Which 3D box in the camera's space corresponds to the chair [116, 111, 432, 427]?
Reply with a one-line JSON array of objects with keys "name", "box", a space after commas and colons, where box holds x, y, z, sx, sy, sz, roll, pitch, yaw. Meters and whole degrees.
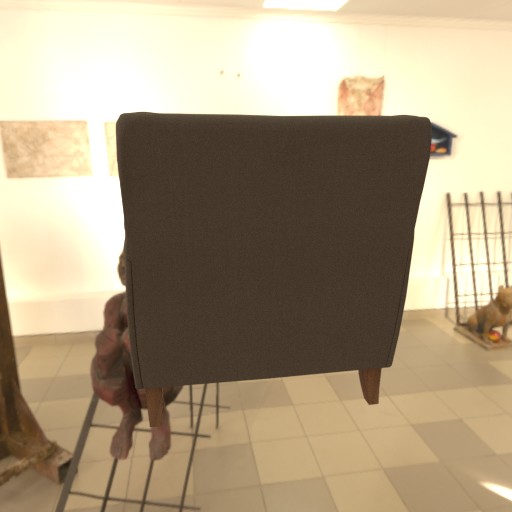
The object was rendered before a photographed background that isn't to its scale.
[{"name": "chair", "box": [0.000, 0.000, 1.552, 0.836, 0.911, 0.831, -2, 15, -9]}]
